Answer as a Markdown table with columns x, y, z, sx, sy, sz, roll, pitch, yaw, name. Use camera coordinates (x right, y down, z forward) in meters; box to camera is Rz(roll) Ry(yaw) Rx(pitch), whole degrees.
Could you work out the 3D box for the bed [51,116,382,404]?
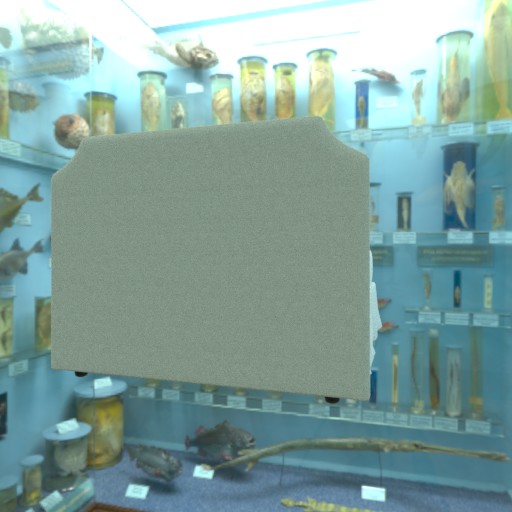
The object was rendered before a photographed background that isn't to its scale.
| x | y | z | sx | sy | sz | roll | pitch | yaw | name |
| --- | --- | --- | --- | --- | --- | --- | --- | --- | --- |
| 0.000 | 0.000 | 3.150 | 1.693 | 1.290 | 2.116 | 0 | 1 | 18 | bed |
